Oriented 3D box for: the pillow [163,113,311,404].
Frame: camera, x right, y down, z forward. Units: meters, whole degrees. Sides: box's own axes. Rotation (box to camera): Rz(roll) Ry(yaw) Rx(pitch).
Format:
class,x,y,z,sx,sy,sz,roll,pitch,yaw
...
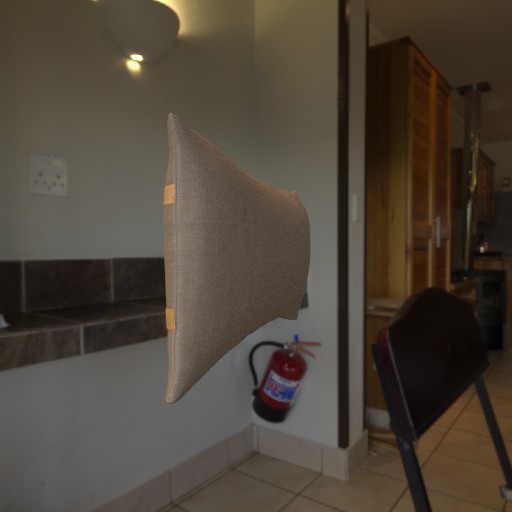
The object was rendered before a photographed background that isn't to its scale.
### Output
class,x,y,z,sx,sy,sz,roll,pitch,yaw
pillow,0.000,0.000,0.754,0.148,0.308,0.612,0,1,18
